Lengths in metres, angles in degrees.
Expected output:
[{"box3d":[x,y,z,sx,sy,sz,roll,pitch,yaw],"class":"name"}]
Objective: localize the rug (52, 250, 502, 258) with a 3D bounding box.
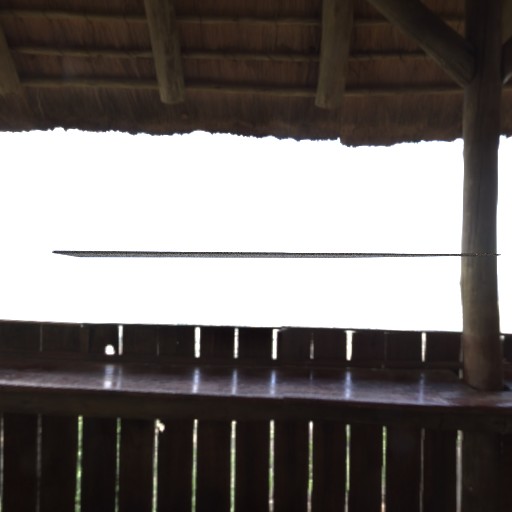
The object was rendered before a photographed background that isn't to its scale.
[{"box3d":[0.000,0.000,4.008,3.123,0.017,2.447,0,-1,-19],"class":"rug"}]
